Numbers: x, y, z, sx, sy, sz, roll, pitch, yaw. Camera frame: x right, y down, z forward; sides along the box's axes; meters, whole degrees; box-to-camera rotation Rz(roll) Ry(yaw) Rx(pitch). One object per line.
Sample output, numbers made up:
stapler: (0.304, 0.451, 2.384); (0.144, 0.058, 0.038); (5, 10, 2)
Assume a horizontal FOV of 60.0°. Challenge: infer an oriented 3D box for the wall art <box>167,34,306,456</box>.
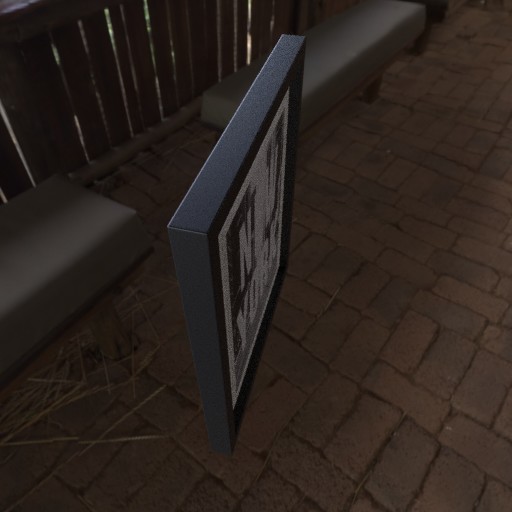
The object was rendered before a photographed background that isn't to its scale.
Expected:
wall art: (0.000, 0.000, 0.523); (0.028, 0.381, 0.328); (11, 48, 10)
